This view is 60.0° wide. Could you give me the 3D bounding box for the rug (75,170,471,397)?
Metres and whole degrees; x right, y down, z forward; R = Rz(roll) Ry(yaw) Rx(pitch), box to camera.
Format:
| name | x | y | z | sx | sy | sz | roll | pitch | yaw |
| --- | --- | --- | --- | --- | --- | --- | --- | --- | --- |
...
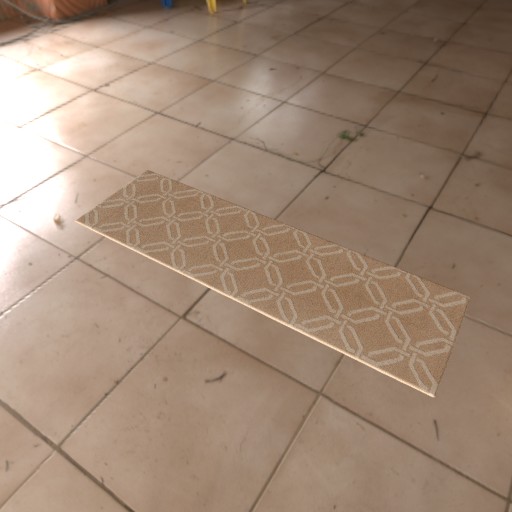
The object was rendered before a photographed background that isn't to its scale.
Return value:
| name | x | y | z | sx | sy | sz | roll | pitch | yaw |
| --- | --- | --- | --- | --- | --- | --- | --- | --- | --- |
| rug | 0.000 | 0.000 | 2.581 | 2.276 | 0.014 | 0.678 | 24 | 49 | 22 |
